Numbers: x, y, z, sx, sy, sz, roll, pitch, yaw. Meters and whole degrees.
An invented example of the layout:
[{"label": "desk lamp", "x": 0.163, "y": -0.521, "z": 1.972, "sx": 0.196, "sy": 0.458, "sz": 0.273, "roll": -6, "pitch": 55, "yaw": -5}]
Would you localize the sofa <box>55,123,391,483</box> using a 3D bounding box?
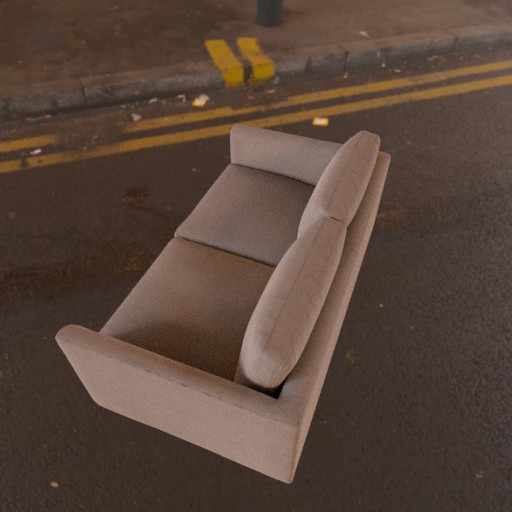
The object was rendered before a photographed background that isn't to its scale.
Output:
[{"label": "sofa", "x": 0.000, "y": 0.000, "z": 2.479, "sx": 1.091, "sy": 0.839, "sz": 1.905, "roll": 16, "pitch": 48, "yaw": 15}]
